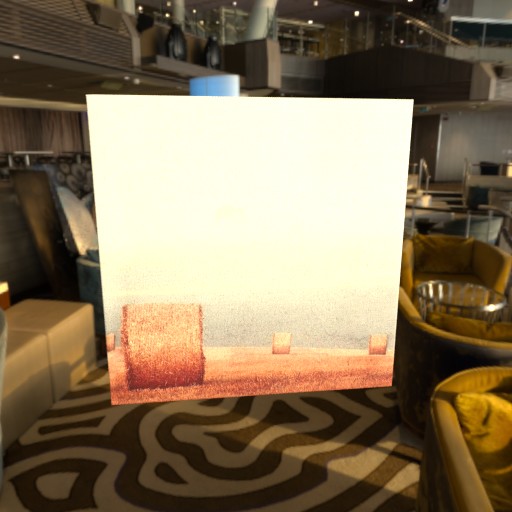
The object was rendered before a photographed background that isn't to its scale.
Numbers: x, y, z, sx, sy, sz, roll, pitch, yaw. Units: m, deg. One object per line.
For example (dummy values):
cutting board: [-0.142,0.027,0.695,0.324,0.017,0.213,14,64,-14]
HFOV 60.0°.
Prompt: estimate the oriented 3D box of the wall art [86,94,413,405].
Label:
wall art: [0.000,0.000,0.896,0.605,0.605,0.034,-2,13,-7]
